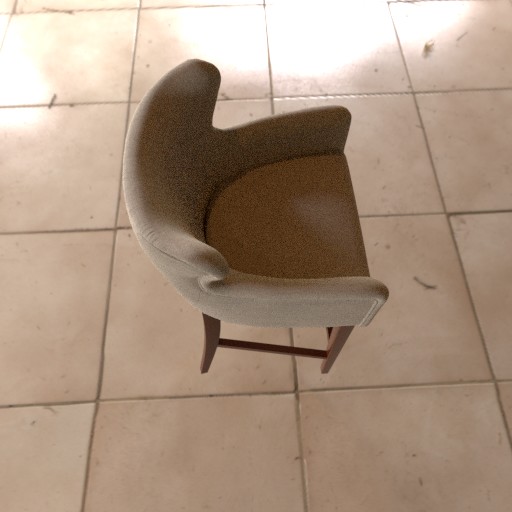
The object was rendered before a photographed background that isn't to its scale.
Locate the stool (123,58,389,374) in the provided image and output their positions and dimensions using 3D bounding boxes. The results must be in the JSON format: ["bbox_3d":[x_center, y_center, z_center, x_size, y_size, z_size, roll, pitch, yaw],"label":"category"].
[{"bbox_3d":[0.000,0.000,1.356,0.563,1.034,0.556,-3,64,-2],"label":"stool"}]
